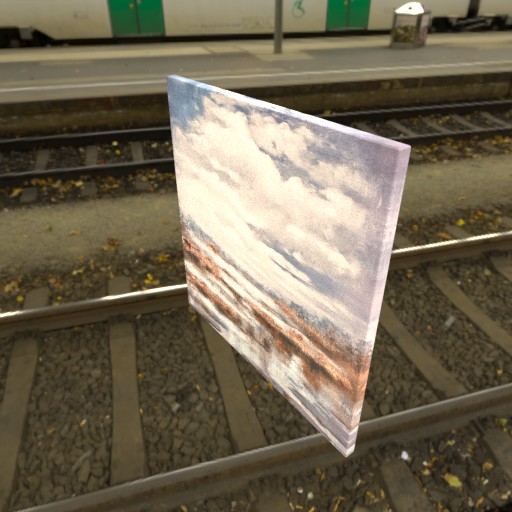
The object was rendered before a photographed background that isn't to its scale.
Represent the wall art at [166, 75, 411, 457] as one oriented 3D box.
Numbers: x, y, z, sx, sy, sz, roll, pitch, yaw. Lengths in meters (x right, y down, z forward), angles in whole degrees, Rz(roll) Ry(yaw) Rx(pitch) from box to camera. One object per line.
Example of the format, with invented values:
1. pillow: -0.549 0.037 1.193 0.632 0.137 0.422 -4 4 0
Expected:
1. wall art: 0.000 0.000 1.329 0.035 0.897 0.888 -22 38 -31
